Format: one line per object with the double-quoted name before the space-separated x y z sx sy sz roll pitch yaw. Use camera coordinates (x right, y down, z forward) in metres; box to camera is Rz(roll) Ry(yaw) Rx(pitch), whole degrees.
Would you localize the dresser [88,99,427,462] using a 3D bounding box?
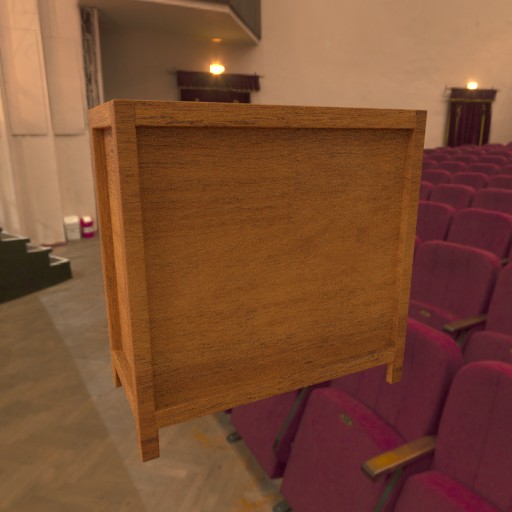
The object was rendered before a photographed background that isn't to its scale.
"dresser" 0.000 0.000 1.283 0.804 0.804 0.427 -7 17 -26
